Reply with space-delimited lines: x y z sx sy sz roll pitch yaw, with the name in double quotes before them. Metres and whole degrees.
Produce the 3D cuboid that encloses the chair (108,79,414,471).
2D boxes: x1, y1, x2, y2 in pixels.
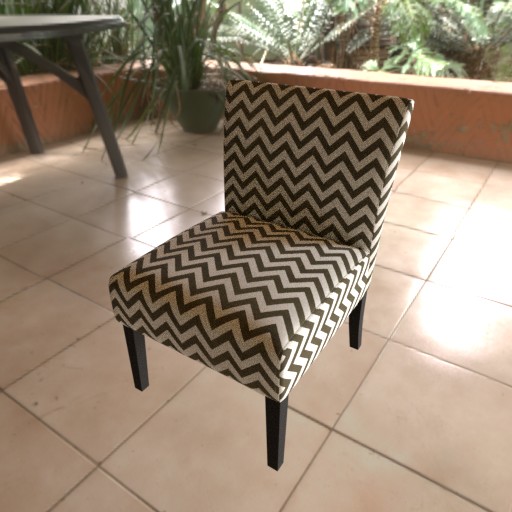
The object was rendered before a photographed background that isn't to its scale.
"chair" 0.000 0.000 1.277 0.589 0.838 0.648 18 35 28
